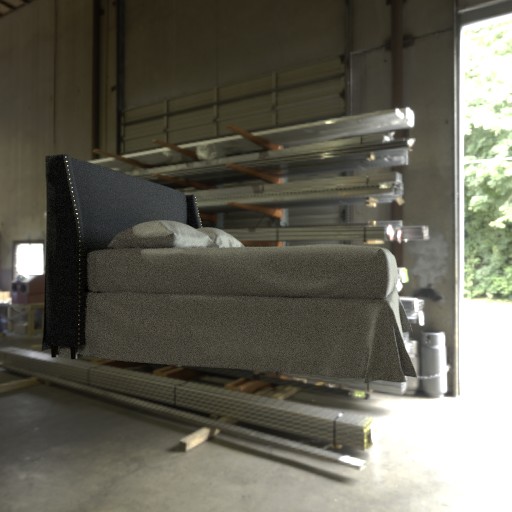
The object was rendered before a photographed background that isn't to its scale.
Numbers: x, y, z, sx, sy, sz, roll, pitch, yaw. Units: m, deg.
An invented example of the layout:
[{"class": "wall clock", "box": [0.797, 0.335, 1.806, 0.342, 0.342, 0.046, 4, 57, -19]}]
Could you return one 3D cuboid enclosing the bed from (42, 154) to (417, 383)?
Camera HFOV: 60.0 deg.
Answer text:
[{"class": "bed", "box": [0.000, 0.000, 3.393, 2.276, 1.332, 1.925, 0, -1, 19]}]
